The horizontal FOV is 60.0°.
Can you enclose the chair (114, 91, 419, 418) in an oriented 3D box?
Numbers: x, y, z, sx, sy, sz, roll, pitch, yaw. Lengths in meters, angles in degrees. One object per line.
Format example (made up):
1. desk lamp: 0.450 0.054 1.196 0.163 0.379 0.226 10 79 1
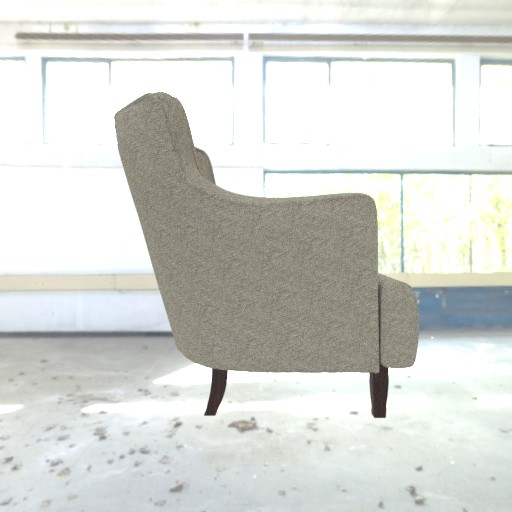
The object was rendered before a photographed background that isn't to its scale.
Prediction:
1. chair: 0.000 0.000 1.613 0.910 0.920 0.820 0 1 0
